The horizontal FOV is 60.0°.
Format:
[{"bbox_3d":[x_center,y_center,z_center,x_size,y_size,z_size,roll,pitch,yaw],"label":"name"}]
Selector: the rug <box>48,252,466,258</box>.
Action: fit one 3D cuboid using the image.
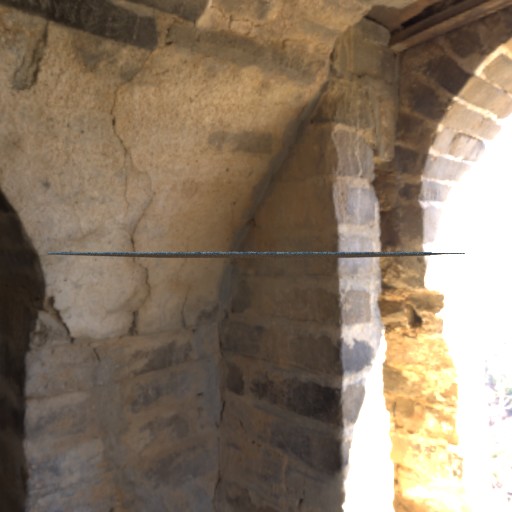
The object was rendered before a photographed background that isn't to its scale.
[{"bbox_3d":[0.000,0.000,4.098,2.441,0.016,3.050,0,-1,0],"label":"rug"}]
